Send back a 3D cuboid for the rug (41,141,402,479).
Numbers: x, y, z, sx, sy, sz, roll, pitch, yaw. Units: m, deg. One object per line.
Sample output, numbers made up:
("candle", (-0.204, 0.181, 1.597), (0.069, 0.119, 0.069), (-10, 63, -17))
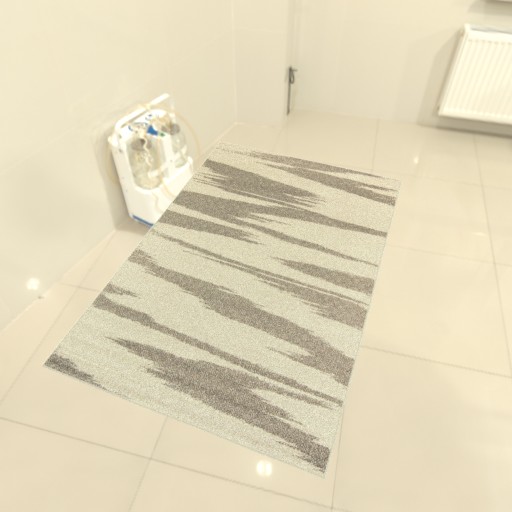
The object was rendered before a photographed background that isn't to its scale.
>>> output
("rug", (0.000, 0.000, 2.283), (1.225, 0.008, 1.827), (16, 49, 14))
